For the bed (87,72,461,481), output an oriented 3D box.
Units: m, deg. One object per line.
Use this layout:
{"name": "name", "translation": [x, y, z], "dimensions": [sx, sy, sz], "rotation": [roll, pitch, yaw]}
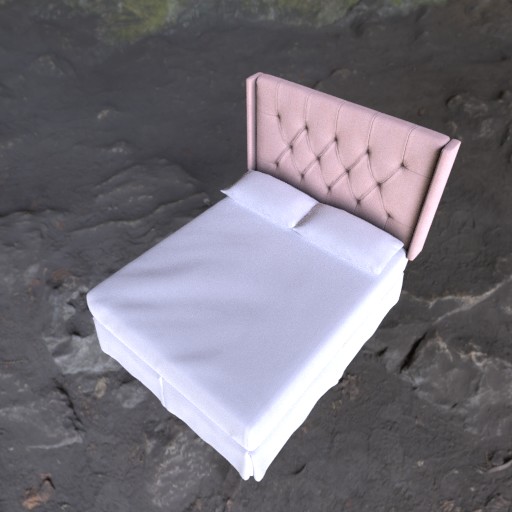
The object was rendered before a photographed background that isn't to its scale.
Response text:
{"name": "bed", "translation": [0.000, 0.000, 3.254], "dimensions": [1.719, 1.665, 2.066], "rotation": [31, 52, 27]}
